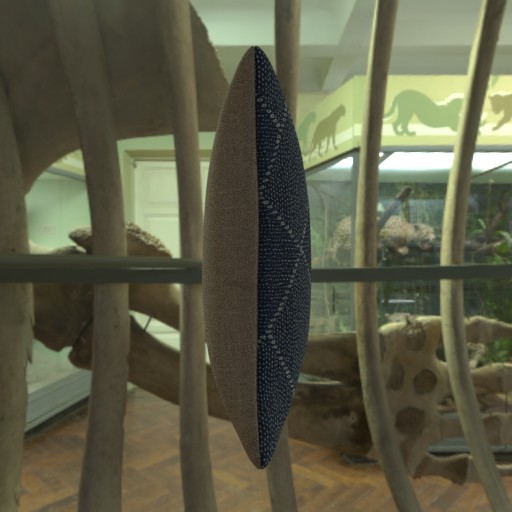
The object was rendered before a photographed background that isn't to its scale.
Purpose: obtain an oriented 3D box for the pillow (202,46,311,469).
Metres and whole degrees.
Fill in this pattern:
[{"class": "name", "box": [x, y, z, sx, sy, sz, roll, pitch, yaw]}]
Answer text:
[{"class": "pillow", "box": [0.000, 0.000, 0.660, 0.148, 0.428, 0.435, 0, 1, 0]}]
